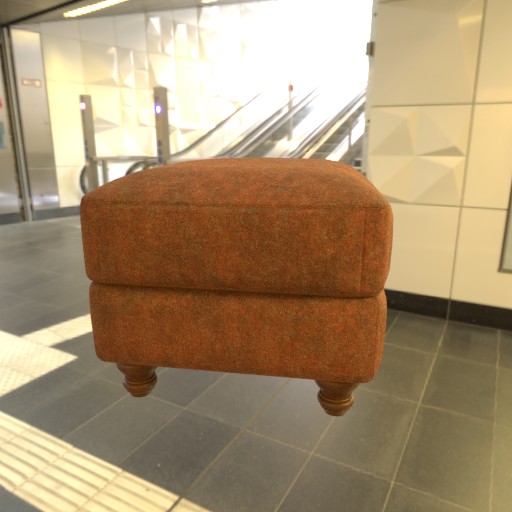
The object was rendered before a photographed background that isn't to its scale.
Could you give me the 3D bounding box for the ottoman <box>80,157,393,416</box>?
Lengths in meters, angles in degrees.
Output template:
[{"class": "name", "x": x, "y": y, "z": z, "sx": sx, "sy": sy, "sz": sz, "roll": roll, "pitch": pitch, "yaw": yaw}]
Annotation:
[{"class": "ottoman", "x": 0.000, "y": 0.000, "z": 1.189, "sx": 0.635, "sy": 0.508, "sz": 0.787, "roll": 2, "pitch": 15, "yaw": 9}]
